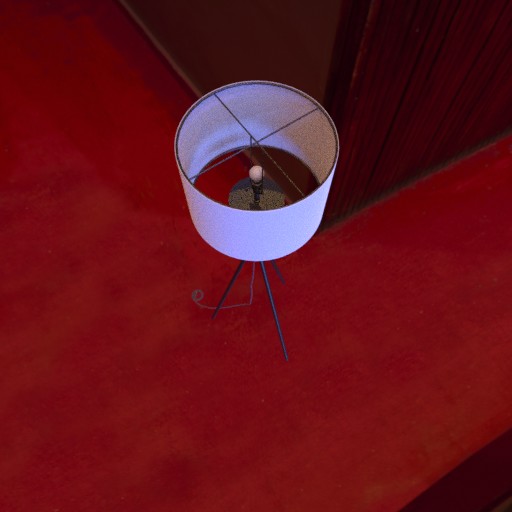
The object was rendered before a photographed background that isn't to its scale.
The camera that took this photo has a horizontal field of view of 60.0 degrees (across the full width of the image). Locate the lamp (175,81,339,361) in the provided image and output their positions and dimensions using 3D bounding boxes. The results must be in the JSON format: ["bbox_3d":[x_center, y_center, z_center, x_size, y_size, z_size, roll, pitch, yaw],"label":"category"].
[{"bbox_3d":[0.000,0.000,1.916,0.522,1.624,0.667,-32,69,-14],"label":"lamp"}]
